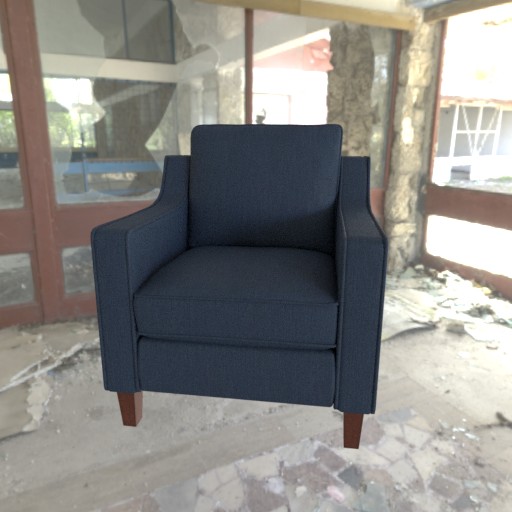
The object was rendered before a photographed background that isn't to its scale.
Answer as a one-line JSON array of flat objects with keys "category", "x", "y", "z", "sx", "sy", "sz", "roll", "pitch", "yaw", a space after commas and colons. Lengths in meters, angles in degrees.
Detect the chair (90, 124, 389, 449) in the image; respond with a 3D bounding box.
[{"category": "chair", "x": 0.000, "y": 0.000, "z": 1.654, "sx": 0.831, "sy": 0.960, "sz": 0.909, "roll": 2, "pitch": 15, "yaw": 8}]
